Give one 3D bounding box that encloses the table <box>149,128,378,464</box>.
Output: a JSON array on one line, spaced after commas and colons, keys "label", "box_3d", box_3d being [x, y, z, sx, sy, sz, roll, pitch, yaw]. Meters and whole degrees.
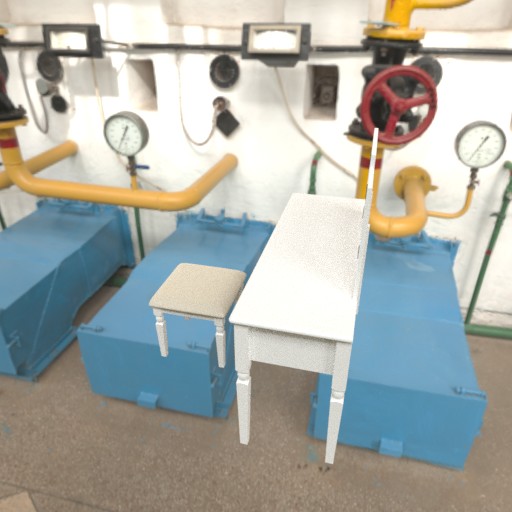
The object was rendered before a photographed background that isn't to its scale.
[{"label": "table", "box_3d": [0.000, 0.000, 2.361, 1.115, 1.310, 1.369, 7, 31, 13]}]
